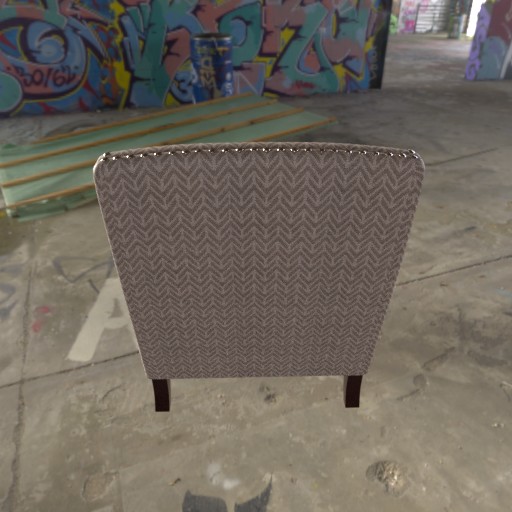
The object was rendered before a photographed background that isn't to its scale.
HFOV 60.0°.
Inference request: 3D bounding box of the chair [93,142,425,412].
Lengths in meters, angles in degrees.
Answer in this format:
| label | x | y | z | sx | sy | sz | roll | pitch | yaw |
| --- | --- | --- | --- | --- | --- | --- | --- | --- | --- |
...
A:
| label | x | y | z | sx | sy | sz | roll | pitch | yaw |
| --- | --- | --- | --- | --- | --- | --- | --- | --- | --- |
| chair | 0.000 | 0.000 | 1.277 | 0.623 | 0.816 | 0.651 | -1 | 30 | -1 |
